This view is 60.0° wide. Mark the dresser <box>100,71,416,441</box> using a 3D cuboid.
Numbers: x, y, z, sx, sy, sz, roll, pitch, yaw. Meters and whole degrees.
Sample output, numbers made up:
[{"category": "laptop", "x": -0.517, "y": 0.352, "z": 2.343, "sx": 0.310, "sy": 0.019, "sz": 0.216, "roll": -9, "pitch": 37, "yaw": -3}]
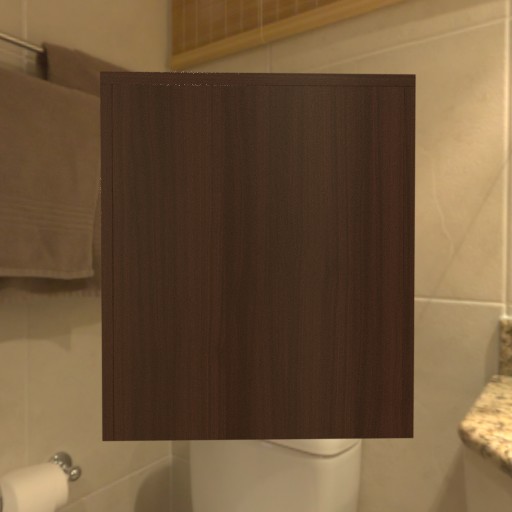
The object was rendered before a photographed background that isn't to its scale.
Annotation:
[{"category": "dresser", "x": 0.000, "y": 0.000, "z": 0.745, "sx": 0.400, "sy": 0.470, "sz": 0.360, "roll": 0, "pitch": 1, "yaw": -1}]
